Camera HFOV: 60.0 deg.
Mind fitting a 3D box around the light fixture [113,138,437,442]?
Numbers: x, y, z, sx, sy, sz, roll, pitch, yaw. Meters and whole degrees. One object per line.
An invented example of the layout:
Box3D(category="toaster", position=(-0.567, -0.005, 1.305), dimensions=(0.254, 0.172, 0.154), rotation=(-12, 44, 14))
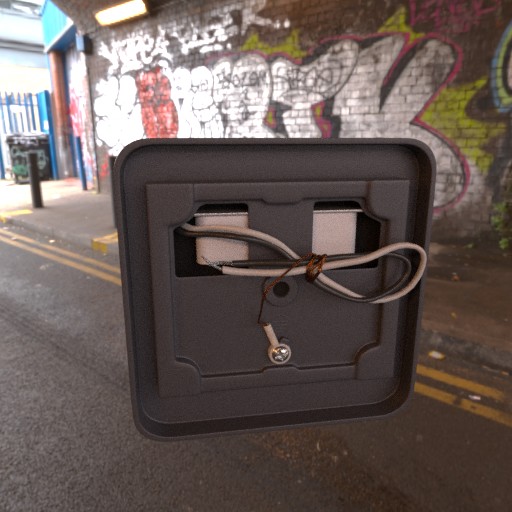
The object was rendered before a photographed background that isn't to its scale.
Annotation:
Box3D(category="light fixture", position=(0.000, 0.000, 0.212), dimensions=(0.109, 0.109, 0.132), rotation=(-2, 15, -9))
